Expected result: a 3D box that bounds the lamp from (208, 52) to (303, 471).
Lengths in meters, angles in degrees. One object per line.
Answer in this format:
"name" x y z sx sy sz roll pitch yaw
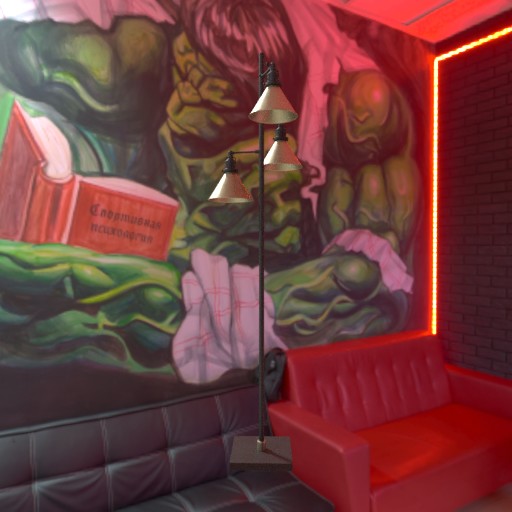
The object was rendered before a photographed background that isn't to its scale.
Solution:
"lamp" 0.000 0.000 1.878 0.415 1.716 0.428 0 1 1
